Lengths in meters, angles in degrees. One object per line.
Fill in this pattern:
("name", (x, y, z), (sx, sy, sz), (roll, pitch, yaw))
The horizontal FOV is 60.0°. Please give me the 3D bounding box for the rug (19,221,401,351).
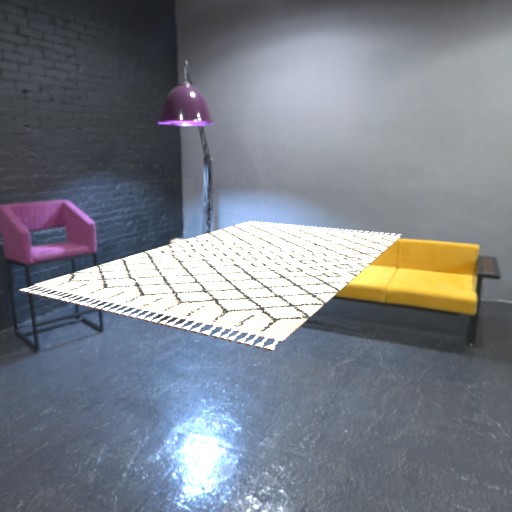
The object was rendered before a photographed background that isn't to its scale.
("rug", (0.000, 0.000, 2.440), (1.196, 0.008, 2.006), (7, 16, 27))
